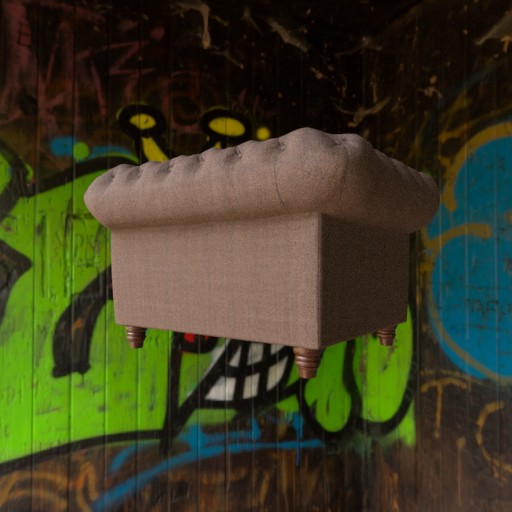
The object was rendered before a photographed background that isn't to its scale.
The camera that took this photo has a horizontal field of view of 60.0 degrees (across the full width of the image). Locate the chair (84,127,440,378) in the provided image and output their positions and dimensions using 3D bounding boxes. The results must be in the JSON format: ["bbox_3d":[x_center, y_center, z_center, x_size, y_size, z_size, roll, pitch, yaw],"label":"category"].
[{"bbox_3d":[0.000,0.000,1.890,1.298,0.780,0.945,-1,-2,36],"label":"chair"}]
